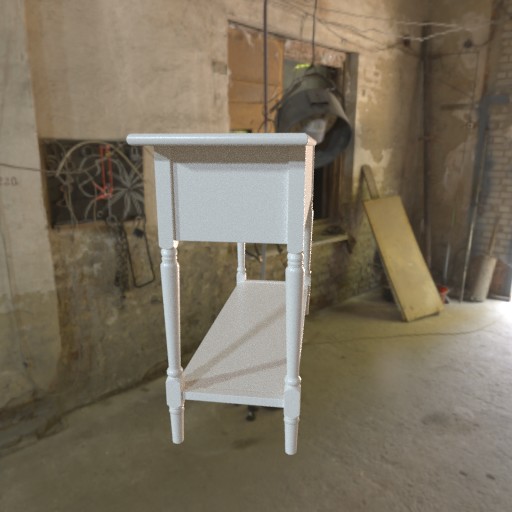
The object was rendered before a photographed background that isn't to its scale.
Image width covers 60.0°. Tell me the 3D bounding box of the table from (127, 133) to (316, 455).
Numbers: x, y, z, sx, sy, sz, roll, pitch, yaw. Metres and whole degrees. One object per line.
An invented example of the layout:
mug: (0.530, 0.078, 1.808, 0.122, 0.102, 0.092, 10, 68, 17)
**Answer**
table: (0.000, 0.000, 1.583, 0.386, 0.814, 1.191, 2, 14, 8)
